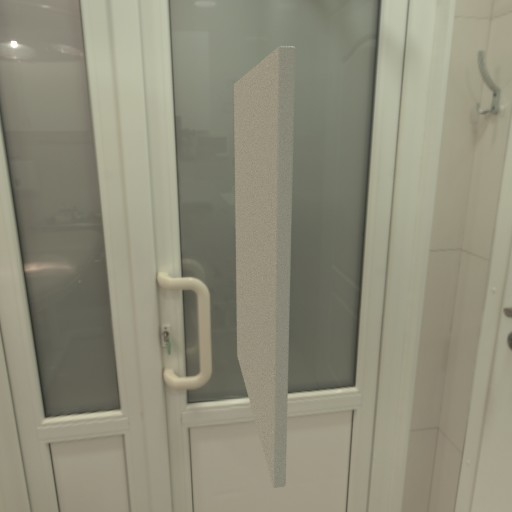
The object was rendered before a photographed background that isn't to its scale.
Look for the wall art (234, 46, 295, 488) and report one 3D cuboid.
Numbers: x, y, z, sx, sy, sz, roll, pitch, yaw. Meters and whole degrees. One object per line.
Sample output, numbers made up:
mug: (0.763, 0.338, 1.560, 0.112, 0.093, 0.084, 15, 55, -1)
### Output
wall art: (0.000, 0.000, 1.519, 0.038, 1.183, 0.808, -3, 16, -9)
